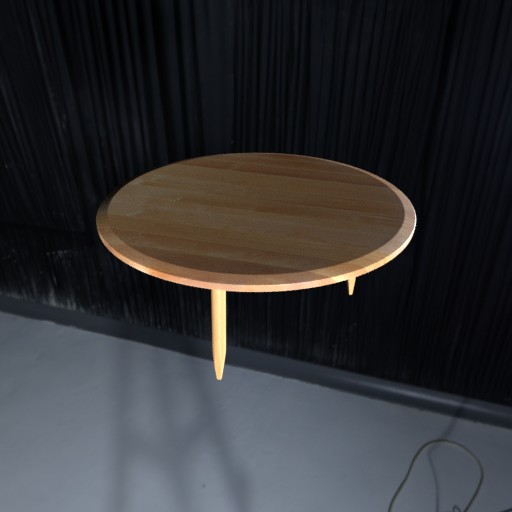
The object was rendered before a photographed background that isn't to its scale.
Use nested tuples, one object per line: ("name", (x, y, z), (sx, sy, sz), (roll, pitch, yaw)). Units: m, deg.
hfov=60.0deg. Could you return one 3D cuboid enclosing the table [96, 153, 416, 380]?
("table", (0.000, 0.000, 1.404), (0.900, 0.400, 0.900), (0, 30, 0))
